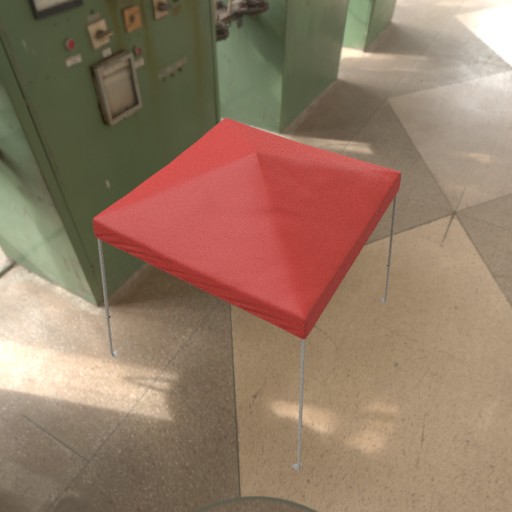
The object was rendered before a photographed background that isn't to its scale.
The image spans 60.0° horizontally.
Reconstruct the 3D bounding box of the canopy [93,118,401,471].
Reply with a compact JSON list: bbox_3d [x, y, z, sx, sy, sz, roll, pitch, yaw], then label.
[{"bbox_3d":[0.000,0.000,6.662,3.600,3.600,3.599,23,50,21],"label":"canopy"}]
